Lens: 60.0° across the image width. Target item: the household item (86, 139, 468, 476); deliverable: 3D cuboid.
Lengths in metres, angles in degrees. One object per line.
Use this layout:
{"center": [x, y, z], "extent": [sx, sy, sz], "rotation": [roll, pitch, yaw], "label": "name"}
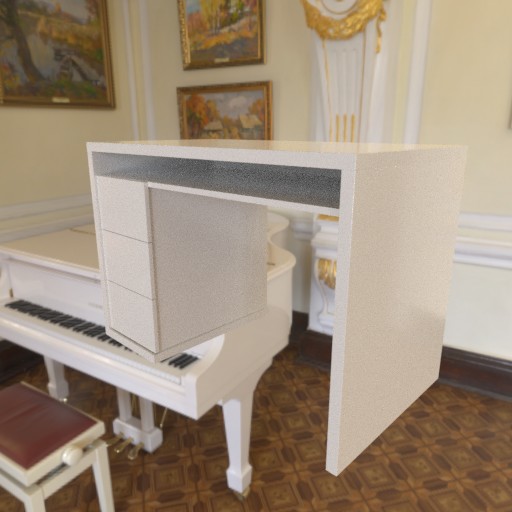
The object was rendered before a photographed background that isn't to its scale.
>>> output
{"center": [0.000, 0.000, 1.521], "extent": [1.100, 0.749, 0.597], "rotation": [15, 22, 42], "label": "household item"}
